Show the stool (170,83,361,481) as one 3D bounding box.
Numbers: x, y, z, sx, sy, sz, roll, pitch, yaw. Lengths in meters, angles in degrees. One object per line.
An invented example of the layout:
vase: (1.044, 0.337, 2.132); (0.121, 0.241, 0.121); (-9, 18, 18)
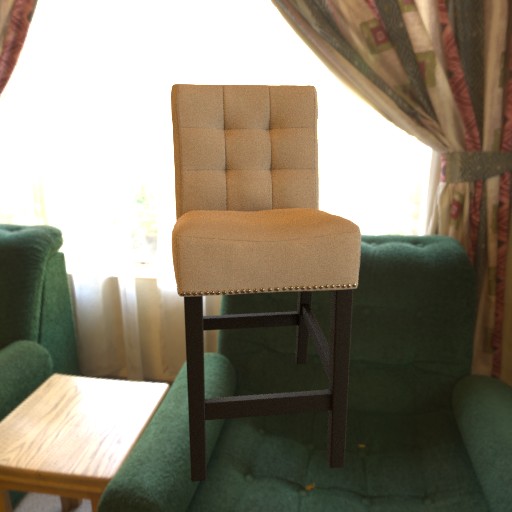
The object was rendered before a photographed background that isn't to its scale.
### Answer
stool: (0.000, 0.000, 1.165); (0.427, 0.885, 0.571); (-2, 17, -7)
